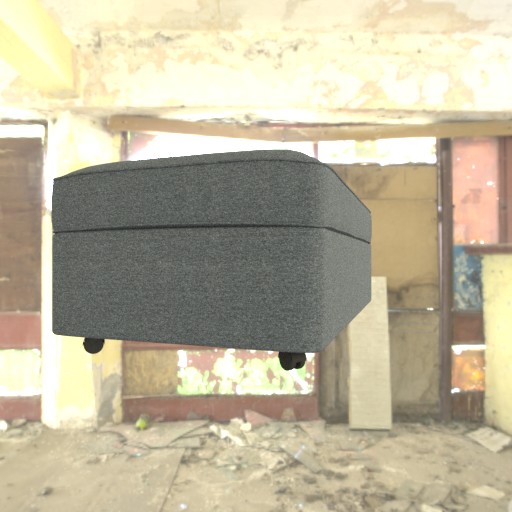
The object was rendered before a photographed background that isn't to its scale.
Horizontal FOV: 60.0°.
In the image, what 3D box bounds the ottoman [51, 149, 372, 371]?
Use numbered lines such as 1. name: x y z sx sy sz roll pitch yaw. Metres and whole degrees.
1. ottoman: 0.000 0.000 1.514 0.681 0.494 1.173 0 0 19
